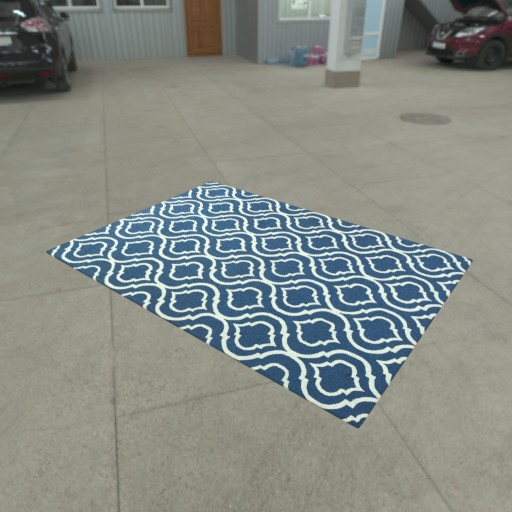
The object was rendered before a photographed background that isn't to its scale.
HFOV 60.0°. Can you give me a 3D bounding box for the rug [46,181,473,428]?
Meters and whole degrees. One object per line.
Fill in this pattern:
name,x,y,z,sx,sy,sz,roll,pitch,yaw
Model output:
rug,0.000,0.000,2.713,2.134,0.010,1.524,21,37,32
